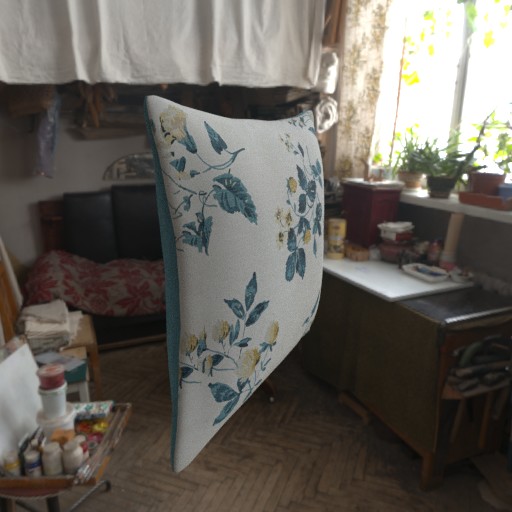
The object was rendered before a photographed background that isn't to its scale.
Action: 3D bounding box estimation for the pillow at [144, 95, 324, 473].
[{"bbox_3d":[0.000,0.000,0.782,0.166,0.507,0.526,8,18,26],"label":"pillow"}]
